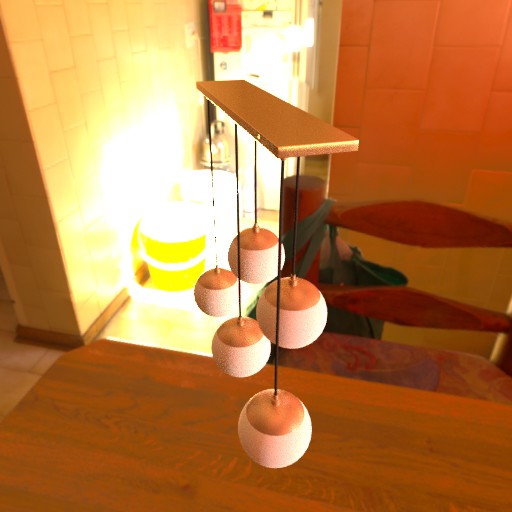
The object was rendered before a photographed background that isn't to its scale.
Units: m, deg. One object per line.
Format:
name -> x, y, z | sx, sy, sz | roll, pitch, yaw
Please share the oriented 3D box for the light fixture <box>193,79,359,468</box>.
light fixture -> 0.000, 0.000, 1.309 | 0.299, 0.869, 0.863 | -9, 31, -15
